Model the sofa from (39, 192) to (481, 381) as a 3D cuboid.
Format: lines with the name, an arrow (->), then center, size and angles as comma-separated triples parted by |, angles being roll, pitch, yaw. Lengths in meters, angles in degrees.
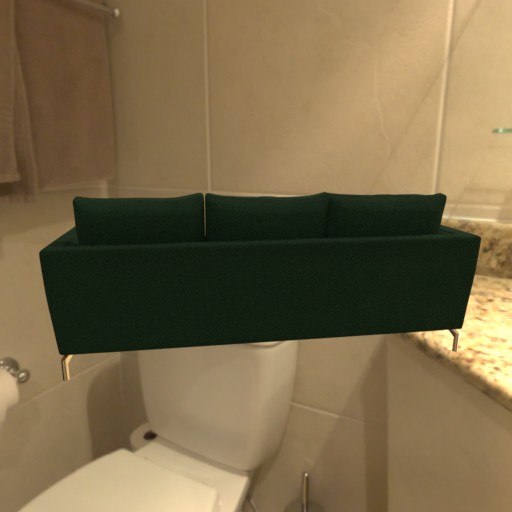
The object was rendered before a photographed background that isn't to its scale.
sofa -> 0.000, 0.000, 3.155 | 2.441, 1.007, 1.489 | -2, 14, -9
